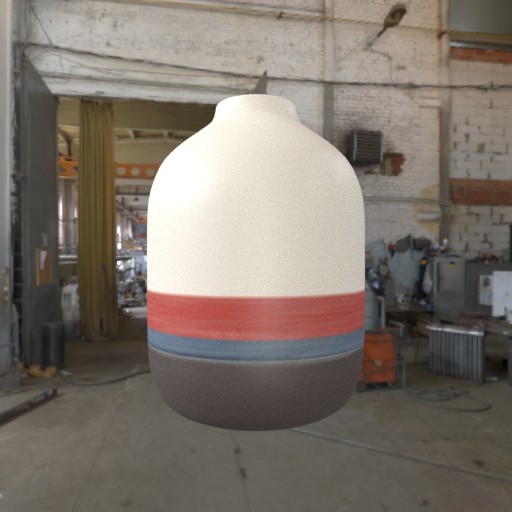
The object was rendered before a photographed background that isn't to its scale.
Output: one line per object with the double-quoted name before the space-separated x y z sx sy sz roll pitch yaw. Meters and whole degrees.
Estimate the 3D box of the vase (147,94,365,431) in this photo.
"vase" 0.000 0.000 0.355 0.169 0.237 0.169 0 0 0
